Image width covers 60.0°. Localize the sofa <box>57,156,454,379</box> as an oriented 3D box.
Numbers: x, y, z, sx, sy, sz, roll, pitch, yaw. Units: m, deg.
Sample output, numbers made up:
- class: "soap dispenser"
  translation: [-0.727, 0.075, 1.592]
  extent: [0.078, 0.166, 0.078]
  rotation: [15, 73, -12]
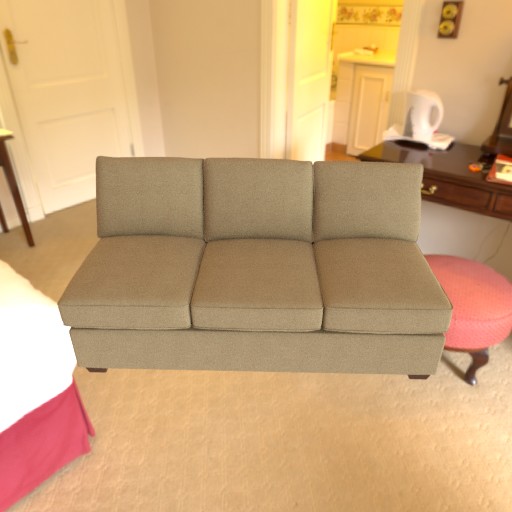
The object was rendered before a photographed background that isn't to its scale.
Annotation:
- class: "sofa"
  translation: [0.000, 0.000, 2.750]
  extent: [2.092, 1.036, 1.127]
  rotation: [1, 30, 1]
